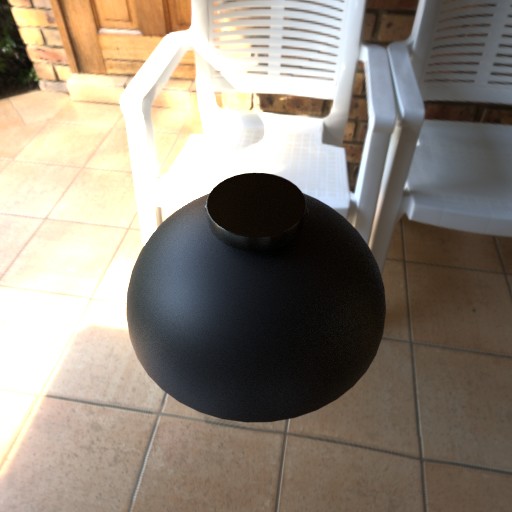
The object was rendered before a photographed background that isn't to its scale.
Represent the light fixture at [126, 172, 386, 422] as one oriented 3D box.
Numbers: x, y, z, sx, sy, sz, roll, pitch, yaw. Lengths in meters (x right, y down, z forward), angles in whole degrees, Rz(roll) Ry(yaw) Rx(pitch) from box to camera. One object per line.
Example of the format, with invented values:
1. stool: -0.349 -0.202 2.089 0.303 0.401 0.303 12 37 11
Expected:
1. light fixture: 0.000 0.000 0.561 0.355 0.177 0.355 0 47 0
